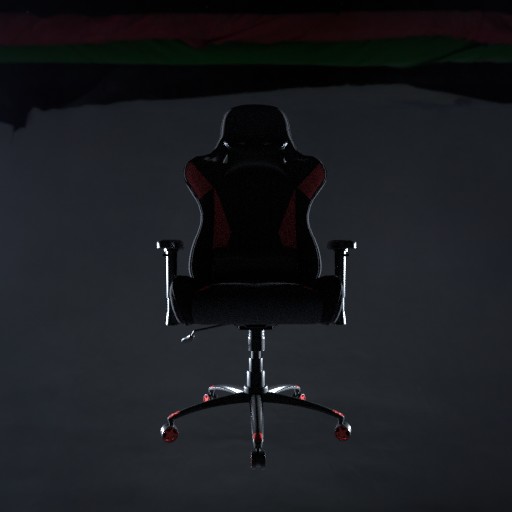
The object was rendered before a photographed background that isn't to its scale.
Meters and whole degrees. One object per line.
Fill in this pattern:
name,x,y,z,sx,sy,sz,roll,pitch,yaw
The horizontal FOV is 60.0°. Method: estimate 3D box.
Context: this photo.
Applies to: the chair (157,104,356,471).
chair,0.000,0.000,1.677,0.695,1.326,0.658,0,0,-1
